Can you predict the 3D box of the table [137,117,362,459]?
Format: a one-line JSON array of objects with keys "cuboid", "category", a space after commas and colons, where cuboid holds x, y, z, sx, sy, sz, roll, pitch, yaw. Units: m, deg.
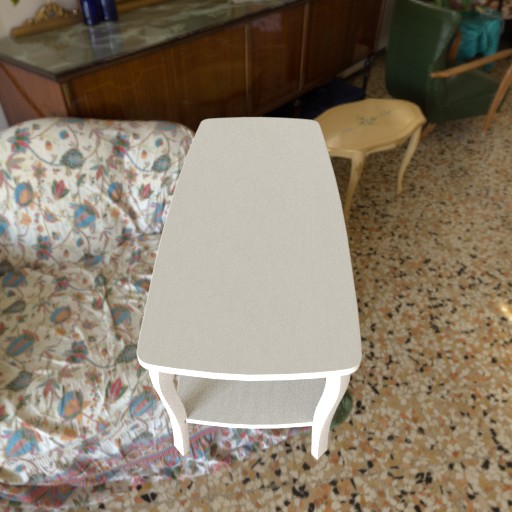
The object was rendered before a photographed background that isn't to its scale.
[{"cuboid": [0.000, 0.000, 1.617, 0.561, 0.474, 1.334, 1, 41, 1], "category": "table"}]
